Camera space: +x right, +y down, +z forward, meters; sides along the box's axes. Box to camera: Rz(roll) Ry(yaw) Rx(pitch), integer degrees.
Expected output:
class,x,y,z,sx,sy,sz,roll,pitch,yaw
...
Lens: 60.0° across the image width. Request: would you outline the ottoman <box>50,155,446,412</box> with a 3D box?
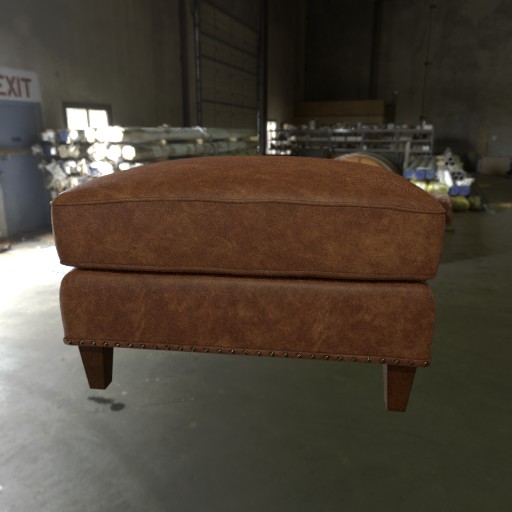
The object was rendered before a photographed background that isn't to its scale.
class,x,y,z,sx,sy,sz,roll,pitch,yaw
ottoman,0.000,0.000,1.110,0.742,0.486,0.586,2,16,7
